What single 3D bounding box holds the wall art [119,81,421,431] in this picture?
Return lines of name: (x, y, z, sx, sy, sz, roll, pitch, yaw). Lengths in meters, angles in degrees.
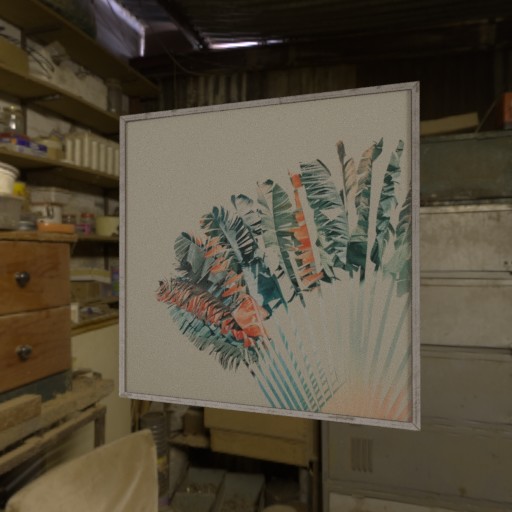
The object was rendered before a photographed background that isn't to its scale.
wall art: (0.000, 0.000, 0.733, 0.508, 0.506, 0.029, 0, -1, 18)
